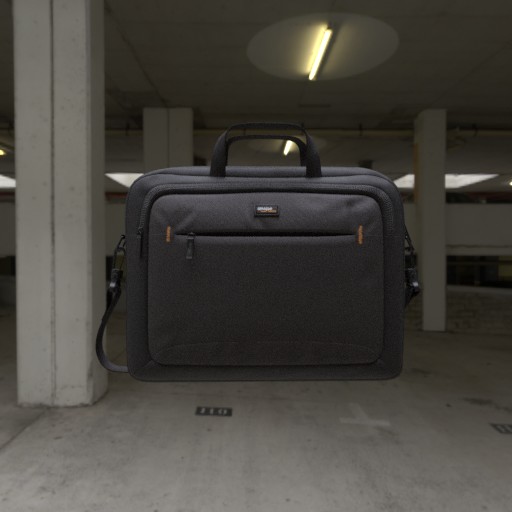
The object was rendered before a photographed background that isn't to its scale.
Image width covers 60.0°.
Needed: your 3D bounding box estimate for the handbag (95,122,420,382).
[{"bbox_3d":[0.000,0.000,0.427,0.320,0.244,0.089,0,1,-1],"label":"handbag"}]
